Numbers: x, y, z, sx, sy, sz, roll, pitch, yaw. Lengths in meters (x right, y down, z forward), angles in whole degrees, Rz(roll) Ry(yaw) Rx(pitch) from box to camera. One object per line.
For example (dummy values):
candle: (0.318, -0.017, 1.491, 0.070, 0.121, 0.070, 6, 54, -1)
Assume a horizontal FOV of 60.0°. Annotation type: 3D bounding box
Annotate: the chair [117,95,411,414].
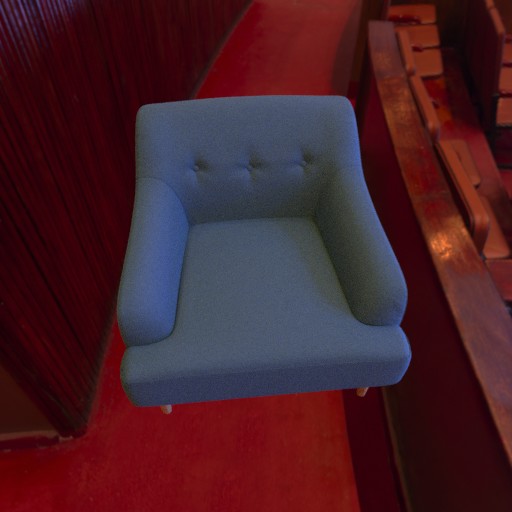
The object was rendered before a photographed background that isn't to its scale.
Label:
chair: (0.000, 0.000, 1.671, 0.946, 0.818, 0.951, -4, 47, -4)
